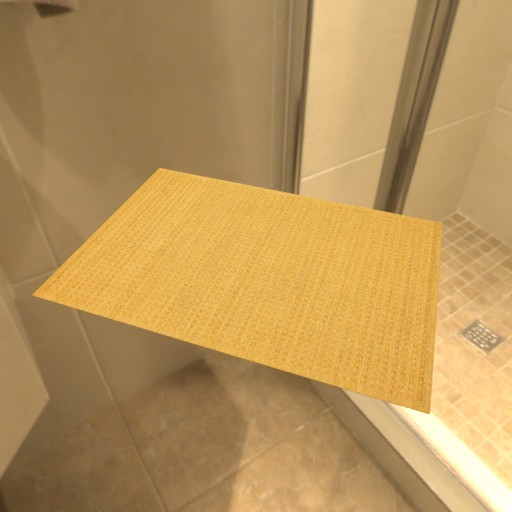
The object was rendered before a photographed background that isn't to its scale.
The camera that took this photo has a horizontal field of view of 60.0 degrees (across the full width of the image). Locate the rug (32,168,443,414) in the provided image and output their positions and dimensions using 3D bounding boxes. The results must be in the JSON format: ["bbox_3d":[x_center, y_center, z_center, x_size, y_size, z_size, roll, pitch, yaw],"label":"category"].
[{"bbox_3d":[0.000,0.000,3.693,2.895,0.006,1.981,13,43,14],"label":"rug"}]
